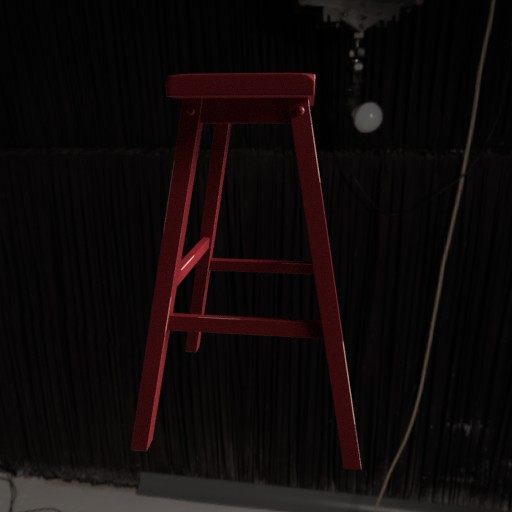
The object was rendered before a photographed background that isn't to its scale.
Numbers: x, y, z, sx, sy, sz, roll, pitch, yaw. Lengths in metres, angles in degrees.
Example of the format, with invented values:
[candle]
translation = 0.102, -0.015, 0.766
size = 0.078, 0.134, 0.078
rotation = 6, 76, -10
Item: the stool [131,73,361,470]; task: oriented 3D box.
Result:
[stool]
translation = 0.000, 0.000, 1.018
size = 0.476, 0.737, 0.457
rotation = 2, 17, 7
